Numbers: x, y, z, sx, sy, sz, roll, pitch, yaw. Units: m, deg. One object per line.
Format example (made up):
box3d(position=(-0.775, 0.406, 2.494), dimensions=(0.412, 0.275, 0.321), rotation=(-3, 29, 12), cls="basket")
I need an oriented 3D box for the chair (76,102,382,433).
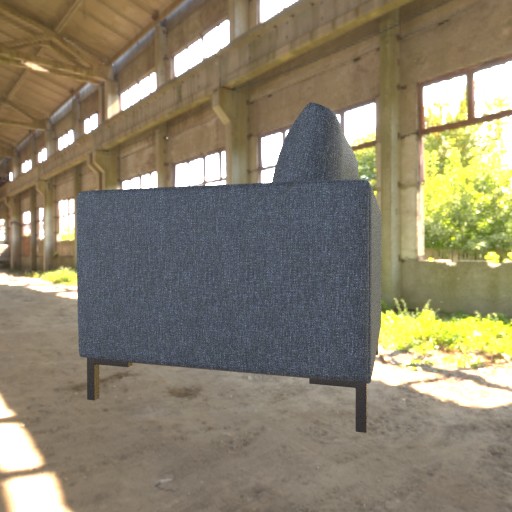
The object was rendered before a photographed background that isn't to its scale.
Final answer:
box3d(position=(0.000, 0.000, 1.629), dimensions=(0.866, 0.861, 0.963), rotation=(0, 1, 17), cls="chair")
